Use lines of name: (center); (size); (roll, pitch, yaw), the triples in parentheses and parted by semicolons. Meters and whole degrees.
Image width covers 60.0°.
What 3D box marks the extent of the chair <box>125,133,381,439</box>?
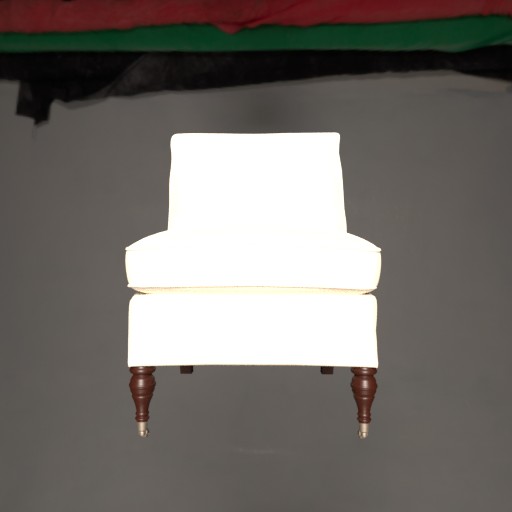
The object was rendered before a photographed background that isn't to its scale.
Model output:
chair: (0.000, 0.000, 1.390); (0.630, 0.887, 0.781); (0, 0, 1)
